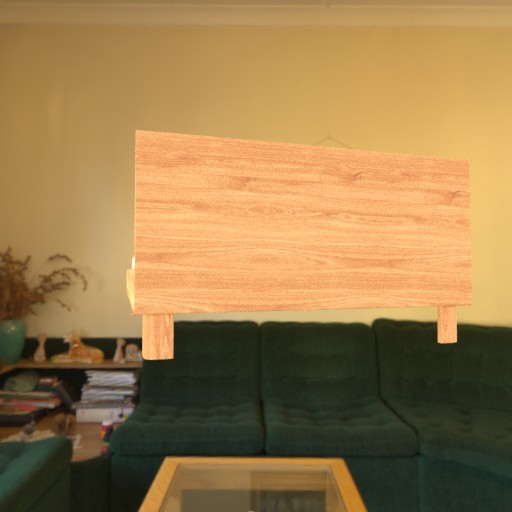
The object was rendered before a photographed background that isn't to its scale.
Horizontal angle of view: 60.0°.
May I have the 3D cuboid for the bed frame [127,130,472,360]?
[{"bbox_3d":[0.000,0.000,3.023,1.660,0.940,2.092,1,-2,-17],"label":"bed frame"}]
